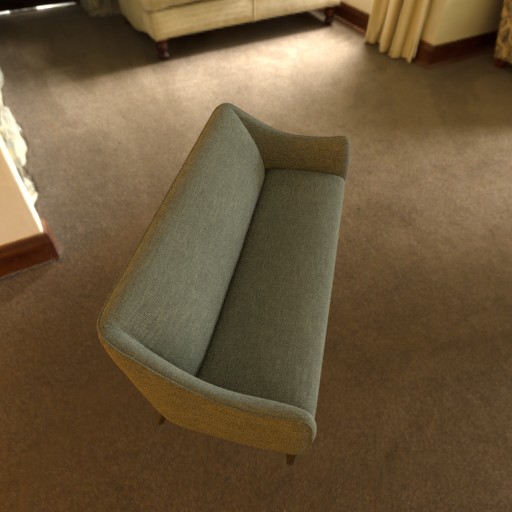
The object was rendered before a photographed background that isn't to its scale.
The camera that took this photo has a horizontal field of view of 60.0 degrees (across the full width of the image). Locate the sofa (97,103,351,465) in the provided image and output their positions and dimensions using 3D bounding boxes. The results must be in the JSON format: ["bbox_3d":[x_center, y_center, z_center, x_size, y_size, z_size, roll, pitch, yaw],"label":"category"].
[{"bbox_3d":[0.000,0.000,2.398,0.867,0.829,1.928,9,47,8],"label":"sofa"}]
